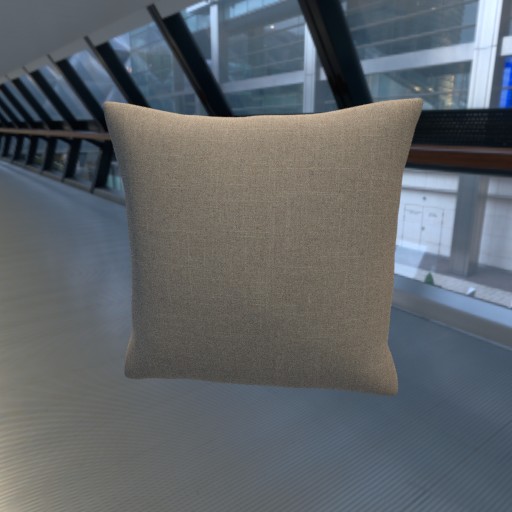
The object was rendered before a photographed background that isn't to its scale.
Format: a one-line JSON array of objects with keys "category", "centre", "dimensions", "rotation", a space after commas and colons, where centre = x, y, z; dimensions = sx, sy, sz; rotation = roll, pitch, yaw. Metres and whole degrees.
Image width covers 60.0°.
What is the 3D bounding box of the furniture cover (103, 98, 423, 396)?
[{"category": "furniture cover", "centre": [0.000, 0.000, 0.760], "dimensions": [0.512, 0.506, 0.178], "rotation": [2, 15, 7]}]
